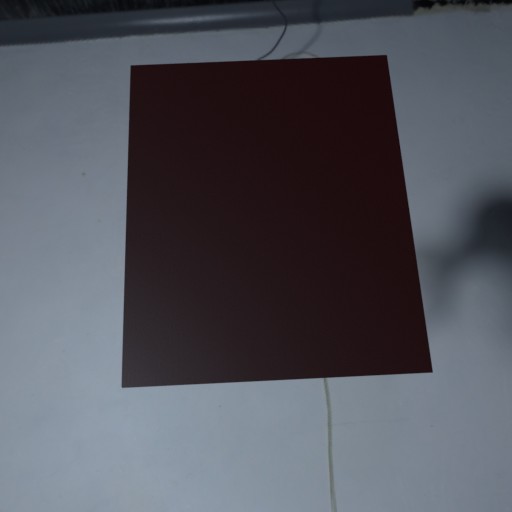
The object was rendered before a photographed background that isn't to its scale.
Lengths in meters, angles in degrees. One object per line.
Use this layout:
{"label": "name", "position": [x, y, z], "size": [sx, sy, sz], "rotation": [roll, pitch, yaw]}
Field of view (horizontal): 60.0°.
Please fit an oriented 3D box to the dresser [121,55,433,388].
{"label": "dresser", "position": [0.000, 0.000, 0.750], "size": [0.360, 0.470, 0.400], "rotation": [-3, 75, -1]}
